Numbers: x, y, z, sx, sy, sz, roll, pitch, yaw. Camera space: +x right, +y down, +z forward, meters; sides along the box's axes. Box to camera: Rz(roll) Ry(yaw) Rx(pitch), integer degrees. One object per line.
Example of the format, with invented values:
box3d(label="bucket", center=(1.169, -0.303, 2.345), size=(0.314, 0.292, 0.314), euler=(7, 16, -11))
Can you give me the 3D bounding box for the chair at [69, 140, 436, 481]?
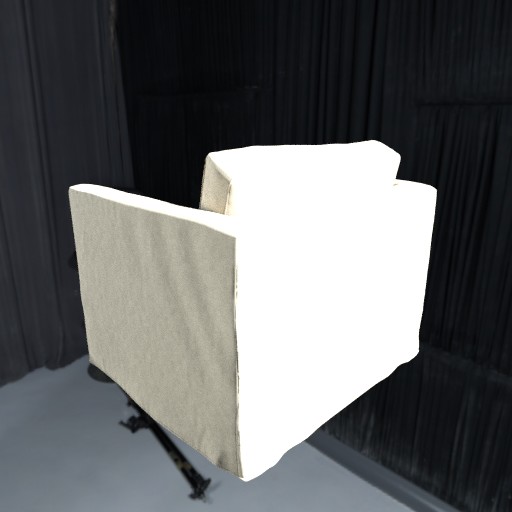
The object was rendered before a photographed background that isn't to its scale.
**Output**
box3d(label="chair", center=(0.000, 0.000, 1.713), size=(1.057, 0.867, 0.949), euler=(-16, 24, -42))
